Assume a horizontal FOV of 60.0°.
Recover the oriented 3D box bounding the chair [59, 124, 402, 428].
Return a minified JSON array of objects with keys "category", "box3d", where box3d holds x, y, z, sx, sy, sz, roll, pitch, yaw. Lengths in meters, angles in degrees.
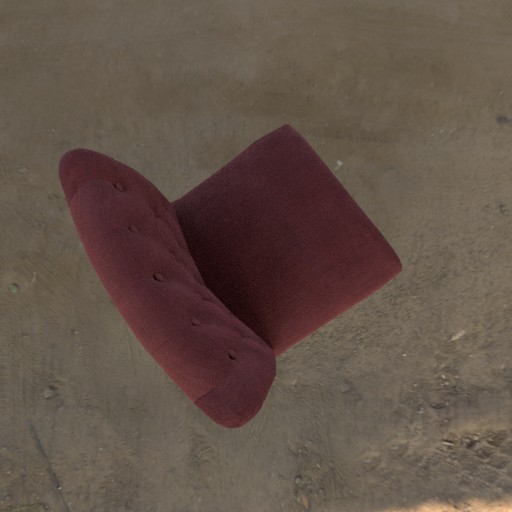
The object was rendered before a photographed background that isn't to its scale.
[{"category":"chair","box3d":[0.000,0.000,1.141,0.605,0.750,0.582,-34,78,-8]}]
